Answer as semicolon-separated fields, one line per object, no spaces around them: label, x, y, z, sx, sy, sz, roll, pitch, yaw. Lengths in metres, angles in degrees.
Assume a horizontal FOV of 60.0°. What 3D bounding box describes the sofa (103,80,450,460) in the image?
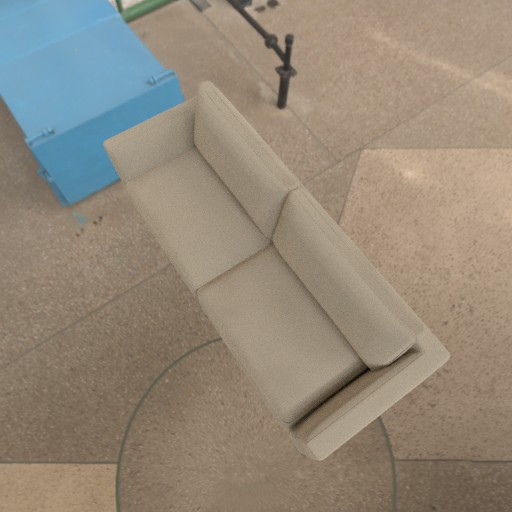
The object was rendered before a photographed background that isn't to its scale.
sofa;0.000;0.000;2.699;0.868;1.005;2.214;-32;68;-14
